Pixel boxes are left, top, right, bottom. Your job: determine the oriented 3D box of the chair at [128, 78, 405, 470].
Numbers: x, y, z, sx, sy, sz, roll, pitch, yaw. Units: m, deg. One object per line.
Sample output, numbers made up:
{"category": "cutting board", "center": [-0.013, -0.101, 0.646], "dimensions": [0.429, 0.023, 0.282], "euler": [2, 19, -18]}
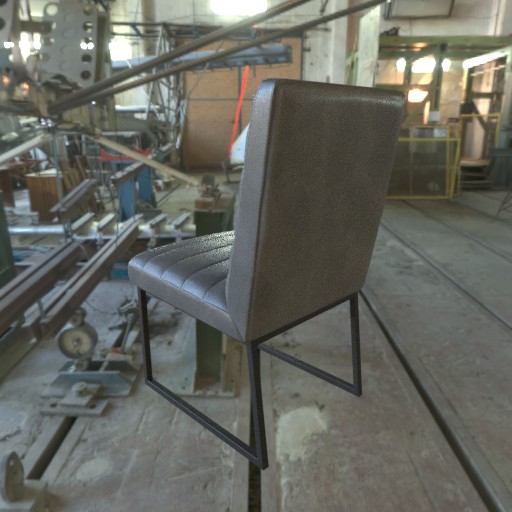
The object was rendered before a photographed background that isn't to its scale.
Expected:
{"category": "chair", "center": [0.000, 0.000, 1.319], "dimensions": [0.634, 0.930, 0.520], "euler": [16, 23, 42]}
